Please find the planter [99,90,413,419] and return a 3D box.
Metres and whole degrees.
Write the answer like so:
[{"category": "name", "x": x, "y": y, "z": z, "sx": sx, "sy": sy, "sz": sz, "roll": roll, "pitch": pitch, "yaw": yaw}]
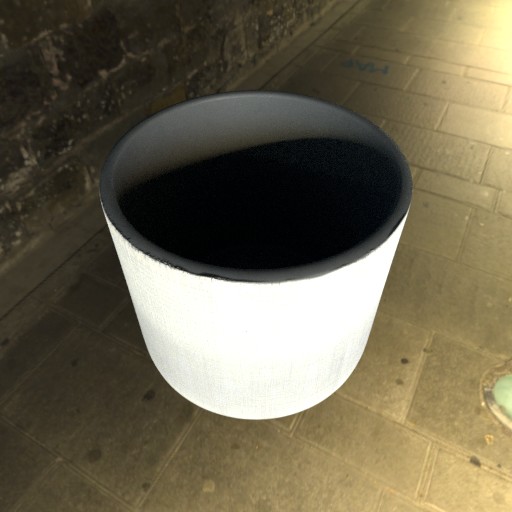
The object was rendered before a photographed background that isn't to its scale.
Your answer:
[{"category": "planter", "x": 0.000, "y": 0.000, "z": 0.394, "sx": 0.226, "sy": 0.201, "sz": 0.226, "roll": 0, "pitch": 47, "yaw": 0}]
